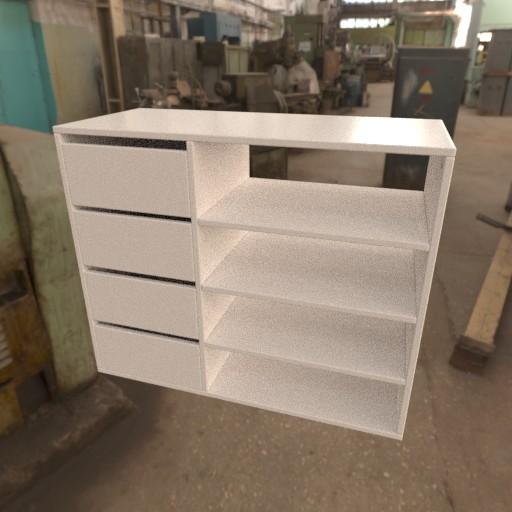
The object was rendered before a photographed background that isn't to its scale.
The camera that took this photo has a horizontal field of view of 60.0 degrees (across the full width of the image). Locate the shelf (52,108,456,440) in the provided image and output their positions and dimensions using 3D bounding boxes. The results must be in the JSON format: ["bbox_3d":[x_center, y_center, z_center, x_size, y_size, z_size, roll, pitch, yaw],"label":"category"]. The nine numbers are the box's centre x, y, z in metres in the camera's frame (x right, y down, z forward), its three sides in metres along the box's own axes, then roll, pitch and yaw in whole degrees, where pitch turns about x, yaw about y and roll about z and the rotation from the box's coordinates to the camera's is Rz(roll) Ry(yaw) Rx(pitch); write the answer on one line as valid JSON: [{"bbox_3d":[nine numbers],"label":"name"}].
[{"bbox_3d":[0.000,0.000,1.259,0.895,0.732,0.396,7,26,16],"label":"shelf"}]
